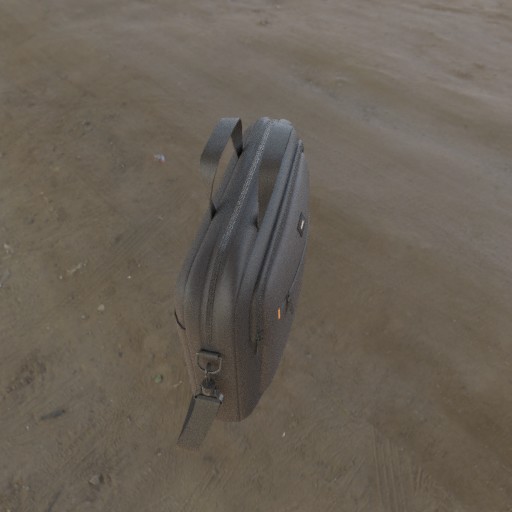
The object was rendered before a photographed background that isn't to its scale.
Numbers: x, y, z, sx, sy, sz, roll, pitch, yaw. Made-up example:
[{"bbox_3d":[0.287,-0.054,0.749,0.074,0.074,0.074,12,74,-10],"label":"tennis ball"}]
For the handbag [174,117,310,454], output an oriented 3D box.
[{"bbox_3d":[0.000,0.000,0.579,0.126,0.330,0.429,9,47,9],"label":"handbag"}]
